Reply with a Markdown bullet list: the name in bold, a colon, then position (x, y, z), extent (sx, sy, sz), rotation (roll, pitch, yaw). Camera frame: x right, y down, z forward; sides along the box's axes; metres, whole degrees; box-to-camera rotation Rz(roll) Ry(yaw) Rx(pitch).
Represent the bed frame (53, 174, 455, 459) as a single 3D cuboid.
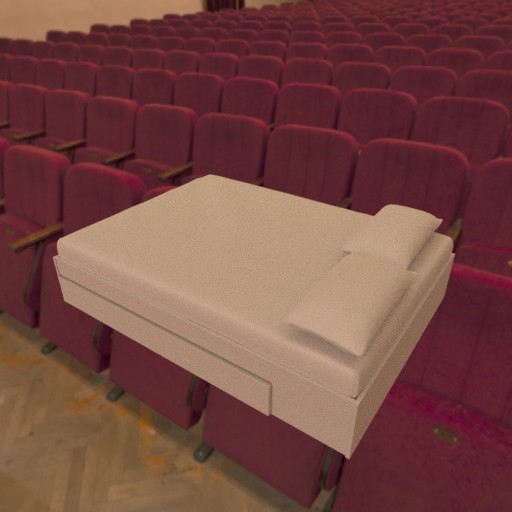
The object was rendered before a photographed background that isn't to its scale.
- **bed frame**: position (0.000, 0.000, 2.672), extent (1.950, 0.629, 1.450), rotation (20, 35, 30)
